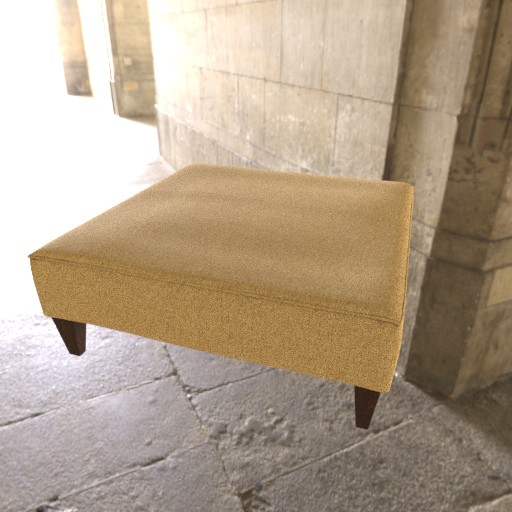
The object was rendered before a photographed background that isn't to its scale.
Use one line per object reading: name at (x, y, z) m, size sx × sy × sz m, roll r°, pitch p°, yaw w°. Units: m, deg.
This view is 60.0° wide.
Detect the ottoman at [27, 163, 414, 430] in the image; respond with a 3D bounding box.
ottoman at (0.000, 0.000, 1.508) m, size 0.970 × 0.378 × 0.981 m, roll 9°, pitch 28°, yaw 17°
